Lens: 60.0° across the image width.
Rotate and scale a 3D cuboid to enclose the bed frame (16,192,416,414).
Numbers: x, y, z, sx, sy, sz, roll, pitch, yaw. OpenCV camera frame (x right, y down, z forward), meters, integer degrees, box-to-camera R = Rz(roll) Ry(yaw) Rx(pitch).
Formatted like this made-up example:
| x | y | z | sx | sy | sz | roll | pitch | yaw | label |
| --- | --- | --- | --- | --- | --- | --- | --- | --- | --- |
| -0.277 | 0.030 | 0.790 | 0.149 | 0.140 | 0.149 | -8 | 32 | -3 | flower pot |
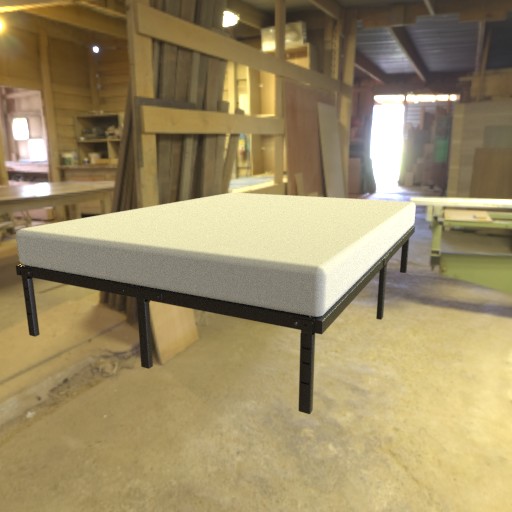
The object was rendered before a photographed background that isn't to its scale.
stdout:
| x | y | z | sx | sy | sz | roll | pitch | yaw | label |
| --- | --- | --- | --- | --- | --- | --- | --- | --- | --- |
| 0.000 | 0.000 | 3.447 | 1.990 | 0.680 | 2.635 | 7 | 15 | 26 | bed frame |
